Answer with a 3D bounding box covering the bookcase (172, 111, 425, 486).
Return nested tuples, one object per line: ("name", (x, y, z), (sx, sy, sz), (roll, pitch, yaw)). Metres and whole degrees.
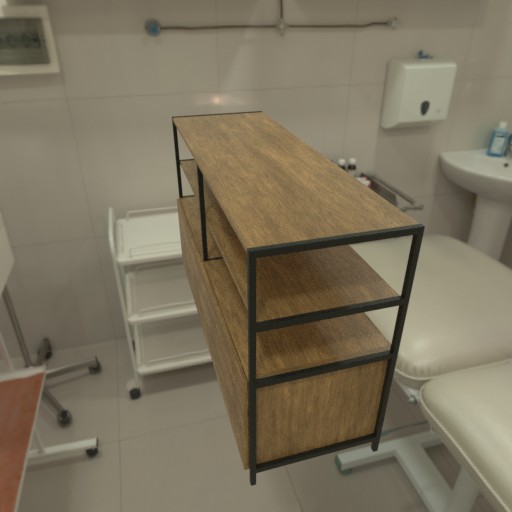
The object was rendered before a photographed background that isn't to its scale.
("bookcase", (0.000, 0.000, 1.518), (0.391, 0.712, 1.149), (-8, 31, -14))
